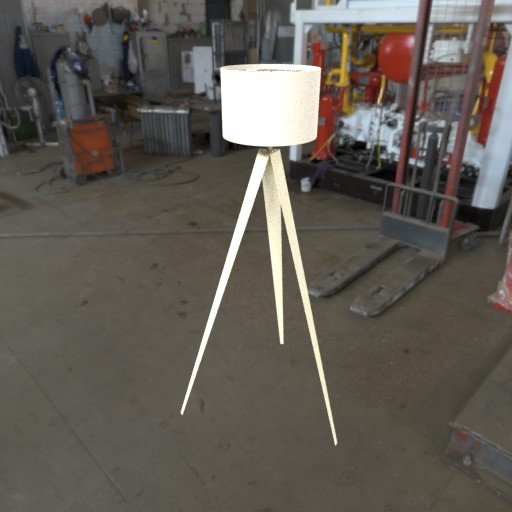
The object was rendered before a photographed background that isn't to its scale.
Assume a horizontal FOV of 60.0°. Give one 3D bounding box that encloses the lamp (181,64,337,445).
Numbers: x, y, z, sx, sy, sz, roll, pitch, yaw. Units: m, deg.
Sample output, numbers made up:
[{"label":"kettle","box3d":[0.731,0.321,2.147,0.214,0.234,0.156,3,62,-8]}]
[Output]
[{"label":"lamp","box3d":[0.000,0.000,1.935,0.724,1.524,0.716,0,27,0]}]
